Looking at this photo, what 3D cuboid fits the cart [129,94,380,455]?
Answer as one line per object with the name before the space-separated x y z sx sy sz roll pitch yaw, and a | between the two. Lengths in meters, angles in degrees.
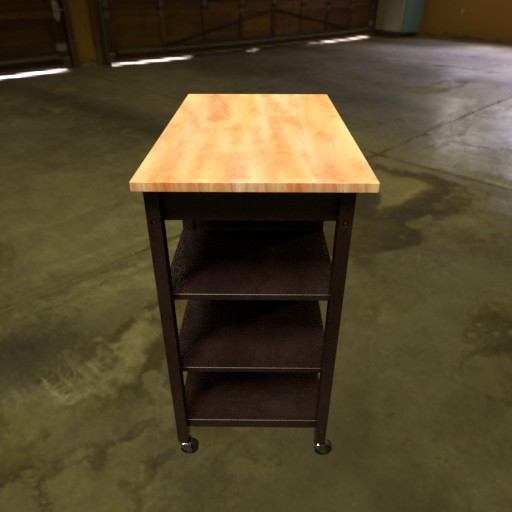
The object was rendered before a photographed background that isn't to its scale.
cart | 0.000 0.000 1.446 0.472 0.878 0.914 0 31 1
